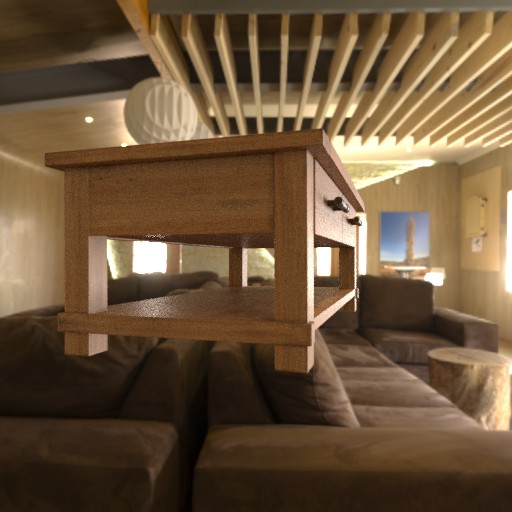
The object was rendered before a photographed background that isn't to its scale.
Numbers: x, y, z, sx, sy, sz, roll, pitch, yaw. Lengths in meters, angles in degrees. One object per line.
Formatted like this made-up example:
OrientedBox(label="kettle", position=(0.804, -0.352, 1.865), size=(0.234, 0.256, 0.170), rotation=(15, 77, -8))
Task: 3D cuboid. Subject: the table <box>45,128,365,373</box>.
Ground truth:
OrientedBox(label="table", position=(0.000, 0.000, 1.578), size=(0.693, 0.494, 1.270), rotation=(0, -1, 17))
